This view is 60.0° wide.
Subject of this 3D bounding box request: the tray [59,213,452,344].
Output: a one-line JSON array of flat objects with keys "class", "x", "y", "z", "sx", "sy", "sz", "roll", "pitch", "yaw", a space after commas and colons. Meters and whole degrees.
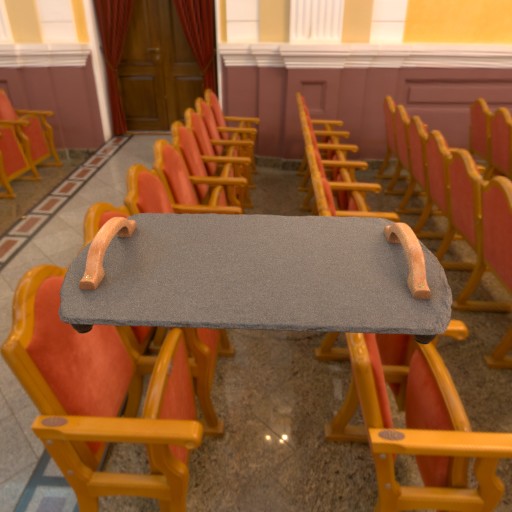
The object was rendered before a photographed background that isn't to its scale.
[{"class": "tray", "x": 0.000, "y": 0.000, "z": 0.468, "sx": 0.387, "sy": 0.062, "sz": 0.231, "roll": 1, "pitch": 29, "yaw": 2}]
